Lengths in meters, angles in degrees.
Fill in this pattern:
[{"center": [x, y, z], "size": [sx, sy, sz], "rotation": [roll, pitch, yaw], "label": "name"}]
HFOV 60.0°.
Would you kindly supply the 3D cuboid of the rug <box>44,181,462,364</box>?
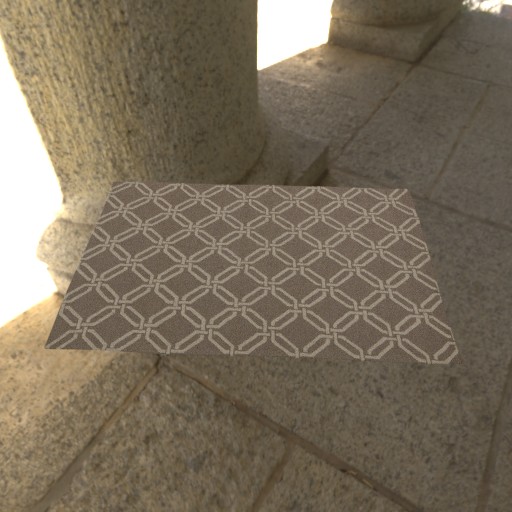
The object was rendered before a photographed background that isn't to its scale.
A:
[{"center": [0.000, 0.000, 2.218], "size": [1.748, 0.010, 1.142], "rotation": [2, 47, 2], "label": "rug"}]
